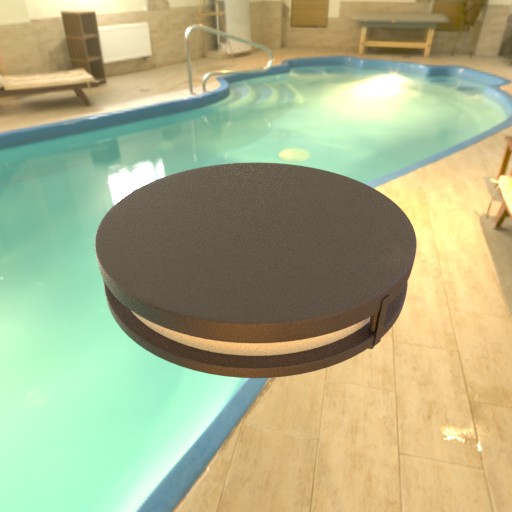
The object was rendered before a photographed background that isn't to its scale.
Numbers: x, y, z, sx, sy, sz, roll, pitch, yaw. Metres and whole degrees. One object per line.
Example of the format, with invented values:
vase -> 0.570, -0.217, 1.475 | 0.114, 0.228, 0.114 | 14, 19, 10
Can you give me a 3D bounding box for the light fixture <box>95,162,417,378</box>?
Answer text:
light fixture -> 0.000, 0.000, 0.537 | 0.356, 0.102, 0.356 | 0, 33, 0
